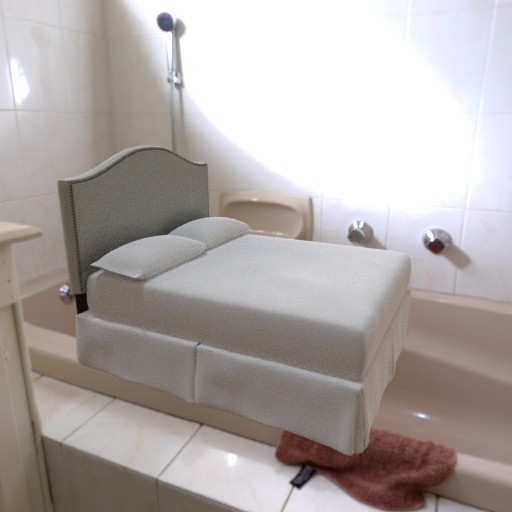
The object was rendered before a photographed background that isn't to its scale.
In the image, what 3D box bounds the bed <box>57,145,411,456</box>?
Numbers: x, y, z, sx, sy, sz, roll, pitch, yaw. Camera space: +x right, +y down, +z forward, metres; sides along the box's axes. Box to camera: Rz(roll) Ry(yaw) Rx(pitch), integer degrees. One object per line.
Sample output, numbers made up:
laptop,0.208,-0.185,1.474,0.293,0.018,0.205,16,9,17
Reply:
bed,0.000,0.000,3.399,2.180,1.607,1.813,8,18,25
